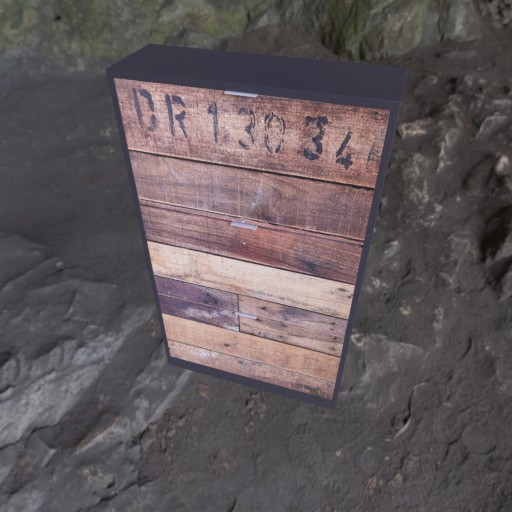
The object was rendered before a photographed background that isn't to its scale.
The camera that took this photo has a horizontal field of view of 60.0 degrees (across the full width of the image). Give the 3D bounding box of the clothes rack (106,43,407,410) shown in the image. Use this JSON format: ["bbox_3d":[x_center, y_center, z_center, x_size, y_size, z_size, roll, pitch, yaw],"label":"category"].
[{"bbox_3d":[0.000,0.000,1.569,0.750,1.280,0.250,12,42,13],"label":"clothes rack"}]
